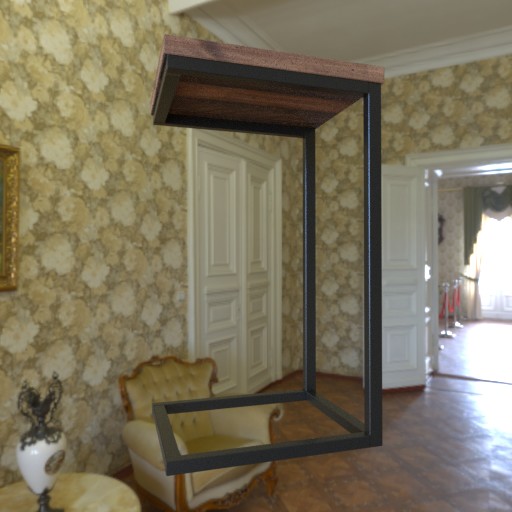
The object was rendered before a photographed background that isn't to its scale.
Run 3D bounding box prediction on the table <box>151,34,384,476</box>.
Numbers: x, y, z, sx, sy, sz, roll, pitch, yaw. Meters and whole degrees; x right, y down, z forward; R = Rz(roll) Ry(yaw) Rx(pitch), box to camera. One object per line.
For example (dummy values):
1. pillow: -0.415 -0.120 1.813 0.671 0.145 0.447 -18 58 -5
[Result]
1. table: 0.000 0.000 0.931 0.414 0.718 0.323 0 -1 -17
